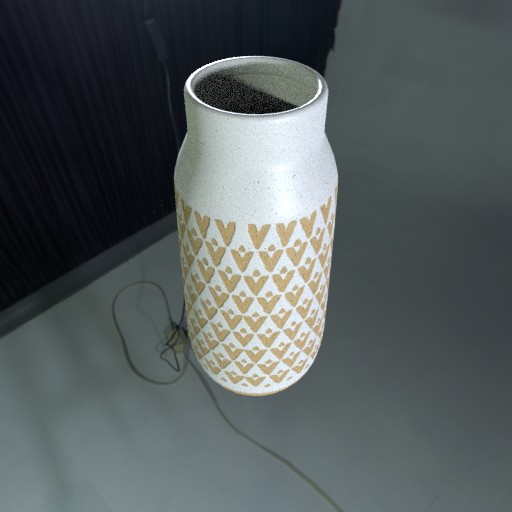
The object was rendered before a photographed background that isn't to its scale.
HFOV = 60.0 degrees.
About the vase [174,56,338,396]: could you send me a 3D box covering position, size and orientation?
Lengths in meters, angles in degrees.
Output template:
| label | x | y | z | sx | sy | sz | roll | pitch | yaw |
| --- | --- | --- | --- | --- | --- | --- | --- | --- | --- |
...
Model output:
| label | x | y | z | sx | sy | sz | roll | pitch | yaw |
| --- | --- | --- | --- | --- | --- | --- | --- | --- | --- |
| vase | 0.000 | 0.000 | 0.386 | 0.137 | 0.307 | 0.137 | 0 | 45 | 0 |
